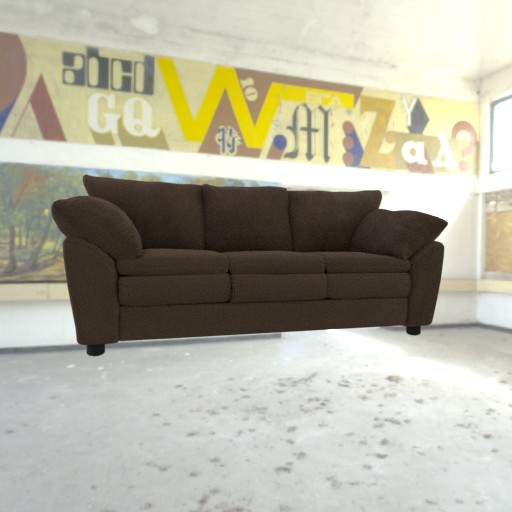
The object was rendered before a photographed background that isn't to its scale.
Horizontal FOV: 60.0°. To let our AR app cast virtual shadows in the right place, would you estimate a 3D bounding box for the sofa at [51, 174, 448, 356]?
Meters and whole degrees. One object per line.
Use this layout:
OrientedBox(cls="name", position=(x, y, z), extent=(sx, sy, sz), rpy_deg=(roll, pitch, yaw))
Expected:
OrientedBox(cls="sofa", position=(0.000, 0.000, 2.865), extent=(2.336, 1.015, 0.878), rpy_deg=(0, 0, -18))
